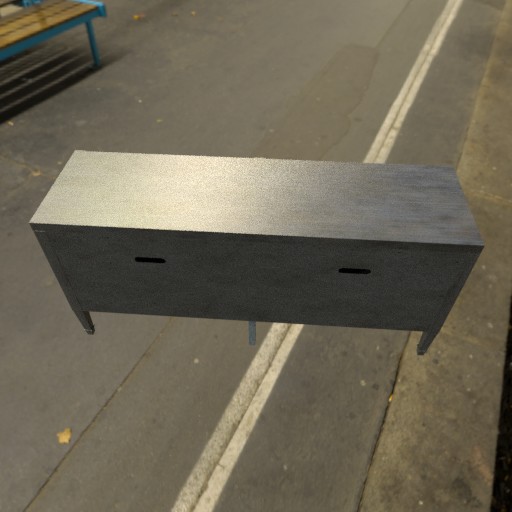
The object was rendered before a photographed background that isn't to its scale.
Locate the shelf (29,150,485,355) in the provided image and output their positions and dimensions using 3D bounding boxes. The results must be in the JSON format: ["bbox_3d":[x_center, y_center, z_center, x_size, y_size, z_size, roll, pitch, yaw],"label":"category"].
[{"bbox_3d":[0.000,0.000,1.951,1.575,0.719,0.479,3,46,3],"label":"shelf"}]
